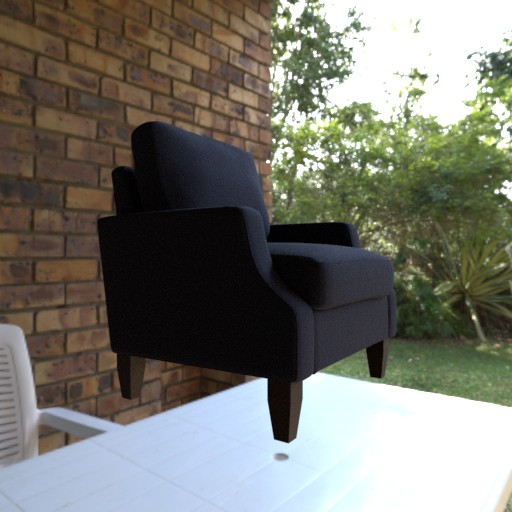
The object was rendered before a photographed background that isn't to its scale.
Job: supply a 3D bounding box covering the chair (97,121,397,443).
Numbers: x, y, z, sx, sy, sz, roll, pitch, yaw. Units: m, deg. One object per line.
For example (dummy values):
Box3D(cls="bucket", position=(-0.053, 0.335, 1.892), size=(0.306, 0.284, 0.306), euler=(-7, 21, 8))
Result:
Box3D(cls="chair", position=(0.000, 0.000, 1.706), size=(0.897, 0.991, 0.855), euler=(0, 0, 34))
